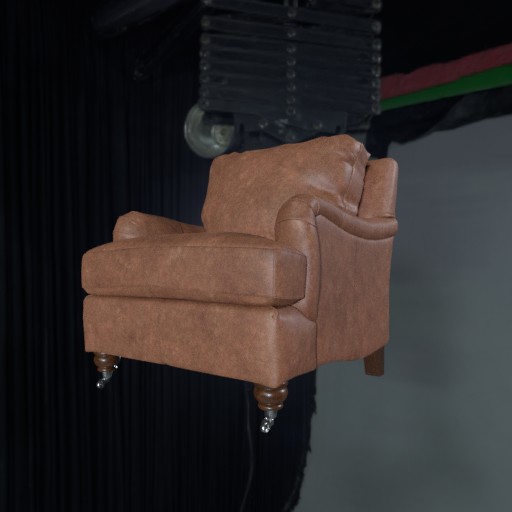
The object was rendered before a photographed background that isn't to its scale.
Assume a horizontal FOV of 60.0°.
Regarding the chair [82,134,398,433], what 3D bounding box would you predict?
[{"bbox_3d":[0.000,0.000,1.947,0.986,1.055,1.158,-1,-1,36],"label":"chair"}]
